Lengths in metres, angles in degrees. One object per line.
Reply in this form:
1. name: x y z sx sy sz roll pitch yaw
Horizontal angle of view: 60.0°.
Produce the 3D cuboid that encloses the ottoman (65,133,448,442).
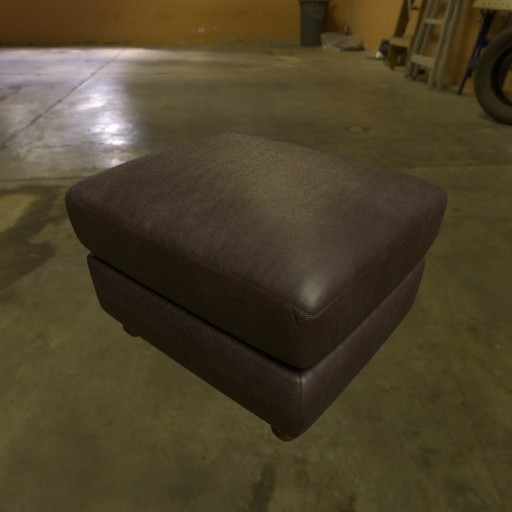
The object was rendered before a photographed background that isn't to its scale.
1. ottoman: 0.000 0.000 1.255 0.806 0.569 0.670 23 38 33
